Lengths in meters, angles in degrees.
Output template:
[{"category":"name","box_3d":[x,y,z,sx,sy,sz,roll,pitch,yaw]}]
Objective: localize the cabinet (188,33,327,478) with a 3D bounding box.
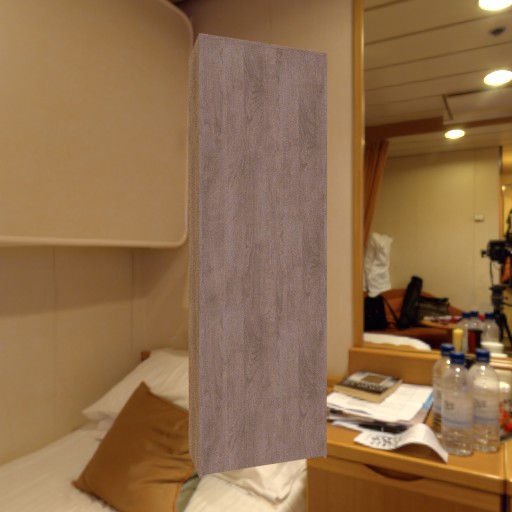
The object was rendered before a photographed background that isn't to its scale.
[{"category":"cabinet","box_3d":[0.000,0.000,1.822,0.520,1.630,0.250,0,0,-18]}]
